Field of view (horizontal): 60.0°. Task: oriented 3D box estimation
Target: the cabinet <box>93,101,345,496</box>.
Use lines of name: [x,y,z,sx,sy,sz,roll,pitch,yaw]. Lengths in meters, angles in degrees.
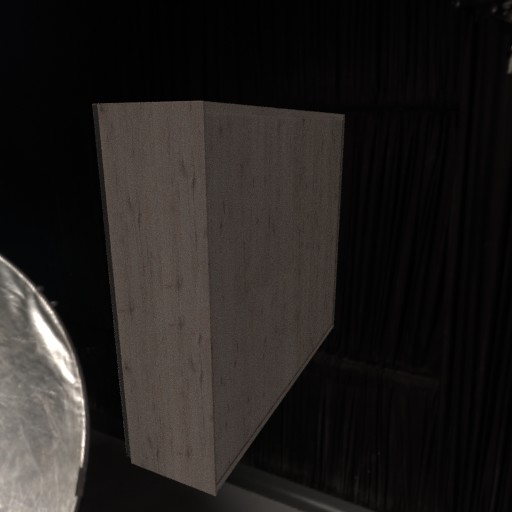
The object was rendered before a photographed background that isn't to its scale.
cabinet: [0.000,0.000,3.502,0.660,2.180,2.500,8,18,24]
